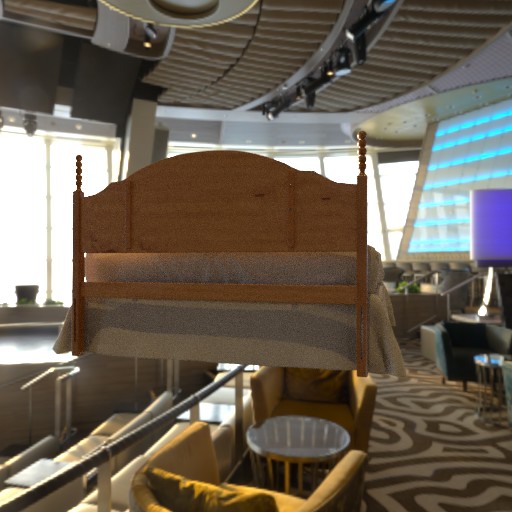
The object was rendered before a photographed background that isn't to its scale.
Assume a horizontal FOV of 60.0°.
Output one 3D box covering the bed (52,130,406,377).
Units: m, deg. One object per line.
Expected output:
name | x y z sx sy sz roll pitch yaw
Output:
bed | 0.000 0.000 3.738 2.322 1.355 2.219 0 -1 17
